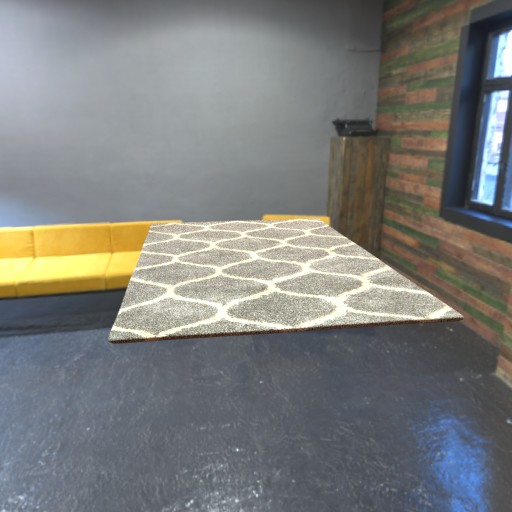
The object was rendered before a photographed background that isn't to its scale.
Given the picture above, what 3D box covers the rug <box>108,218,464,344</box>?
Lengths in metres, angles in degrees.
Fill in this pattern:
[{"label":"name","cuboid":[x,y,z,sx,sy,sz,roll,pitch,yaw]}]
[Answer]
[{"label":"rug","cuboid":[0.000,0.000,3.458,1.801,0.026,2.701,-2,16,-8]}]
